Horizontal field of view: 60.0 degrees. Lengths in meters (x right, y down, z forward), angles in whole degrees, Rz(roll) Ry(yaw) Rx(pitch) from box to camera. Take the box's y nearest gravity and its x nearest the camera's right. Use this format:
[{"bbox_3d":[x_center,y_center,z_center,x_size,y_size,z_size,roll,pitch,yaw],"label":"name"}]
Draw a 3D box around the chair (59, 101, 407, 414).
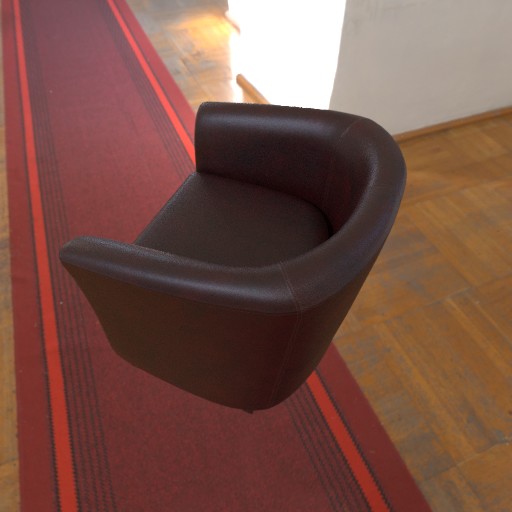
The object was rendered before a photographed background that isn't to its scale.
[{"bbox_3d":[0.000,0.000,1.376,0.727,0.756,0.792,17,51,15],"label":"chair"}]
